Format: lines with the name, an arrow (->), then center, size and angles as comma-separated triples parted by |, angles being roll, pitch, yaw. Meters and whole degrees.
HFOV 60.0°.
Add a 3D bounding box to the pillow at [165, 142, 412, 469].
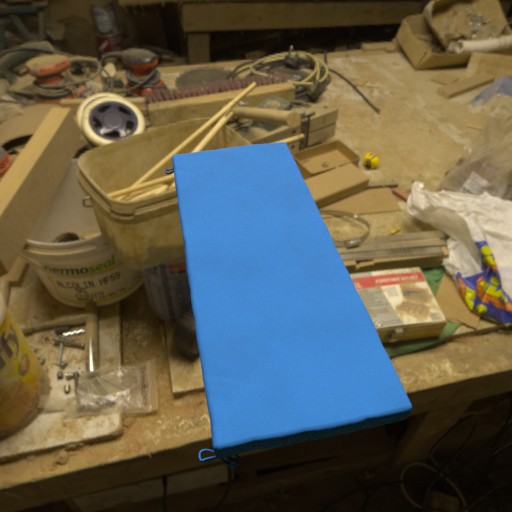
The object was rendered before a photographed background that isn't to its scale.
pillow -> 0.000, 0.000, 1.366 | 0.492, 0.081, 1.187 | -9, 47, -8
